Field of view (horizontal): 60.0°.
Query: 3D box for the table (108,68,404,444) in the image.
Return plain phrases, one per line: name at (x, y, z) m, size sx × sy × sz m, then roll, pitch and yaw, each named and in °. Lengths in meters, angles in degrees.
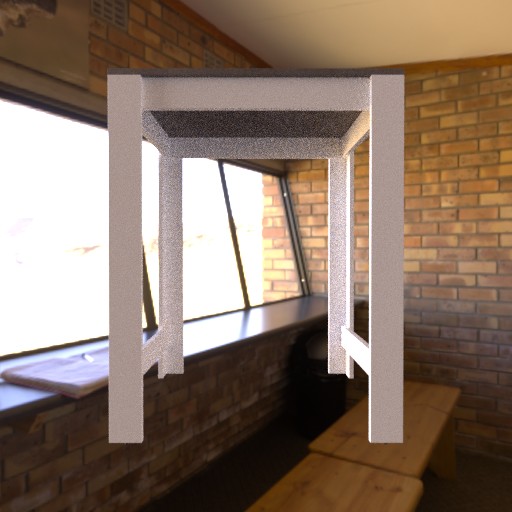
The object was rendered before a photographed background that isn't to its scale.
table at (0.000, 0.000, 1.550) m, size 0.800 × 1.020 × 0.700 m, roll 0°, pitch 1°, yaw 0°
